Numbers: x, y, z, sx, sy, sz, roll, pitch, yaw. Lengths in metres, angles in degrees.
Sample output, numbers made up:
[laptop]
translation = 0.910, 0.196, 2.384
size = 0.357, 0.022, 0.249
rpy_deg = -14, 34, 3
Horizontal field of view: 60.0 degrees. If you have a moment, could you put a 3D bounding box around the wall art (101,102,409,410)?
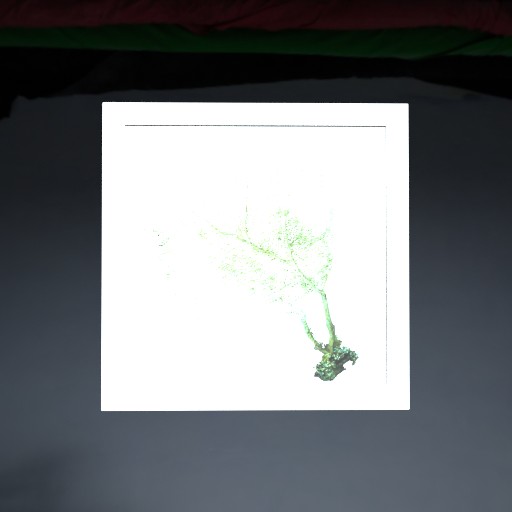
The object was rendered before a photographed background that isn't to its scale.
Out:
[wall art]
translation = 0.000, 0.000, 0.853
size = 0.584, 0.584, 0.013
rpy_deg = 0, -1, -1
